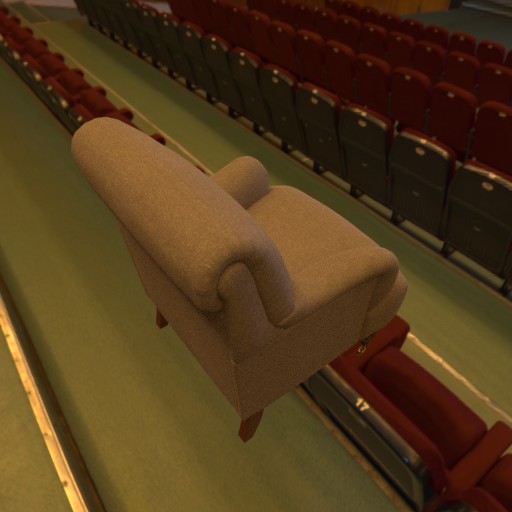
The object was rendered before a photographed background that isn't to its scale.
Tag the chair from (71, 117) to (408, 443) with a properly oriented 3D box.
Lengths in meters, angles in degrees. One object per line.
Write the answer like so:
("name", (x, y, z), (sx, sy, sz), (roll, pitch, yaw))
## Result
("chair", (0.000, 0.000, 1.522), (0.843, 0.942, 0.766), (-27, 49, -26))
